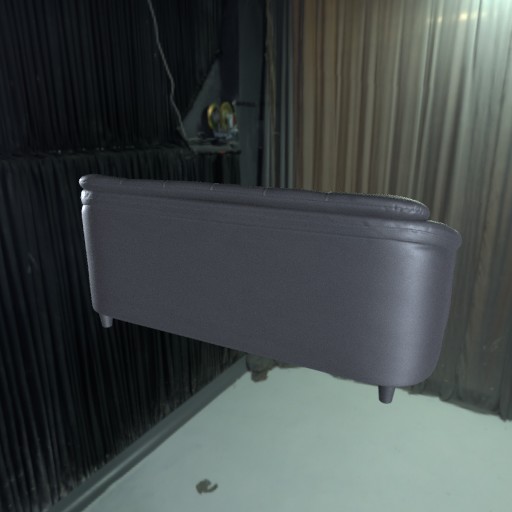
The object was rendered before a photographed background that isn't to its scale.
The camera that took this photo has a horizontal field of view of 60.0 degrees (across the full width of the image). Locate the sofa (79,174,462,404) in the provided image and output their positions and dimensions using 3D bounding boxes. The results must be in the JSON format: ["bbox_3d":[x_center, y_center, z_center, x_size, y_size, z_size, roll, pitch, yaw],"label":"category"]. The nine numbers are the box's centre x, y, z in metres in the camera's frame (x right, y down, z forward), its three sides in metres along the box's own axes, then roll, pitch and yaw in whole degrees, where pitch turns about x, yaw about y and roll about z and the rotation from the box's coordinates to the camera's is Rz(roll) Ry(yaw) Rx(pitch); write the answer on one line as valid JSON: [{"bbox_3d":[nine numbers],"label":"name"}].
[{"bbox_3d":[0.000,0.000,2.209,1.829,0.811,0.800,8,19,26],"label":"sofa"}]
